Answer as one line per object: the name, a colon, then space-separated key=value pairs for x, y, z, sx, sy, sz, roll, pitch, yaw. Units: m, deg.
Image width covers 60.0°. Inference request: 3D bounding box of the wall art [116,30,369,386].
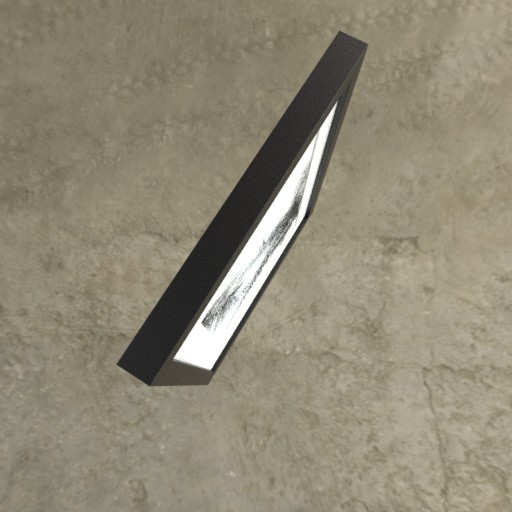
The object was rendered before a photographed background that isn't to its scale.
wall art: x=0.000 y=0.000 z=0.522 sx=0.028 sy=0.380 sz=0.325 roll=30 pitch=76 yaw=8
